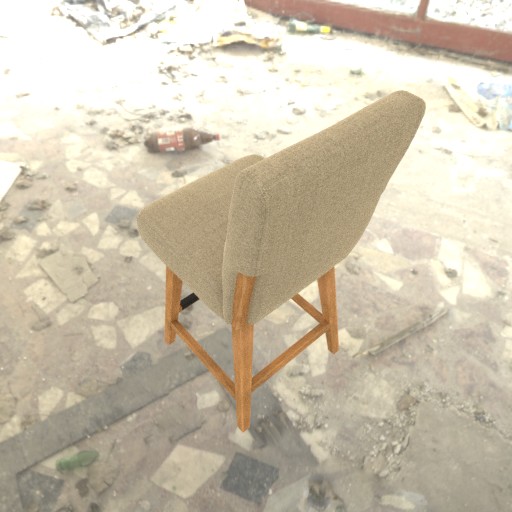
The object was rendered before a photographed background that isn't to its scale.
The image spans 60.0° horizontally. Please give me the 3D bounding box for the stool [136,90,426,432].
[{"bbox_3d":[0.000,0.000,1.243,0.459,1.010,0.526,-33,55,-27],"label":"stool"}]
